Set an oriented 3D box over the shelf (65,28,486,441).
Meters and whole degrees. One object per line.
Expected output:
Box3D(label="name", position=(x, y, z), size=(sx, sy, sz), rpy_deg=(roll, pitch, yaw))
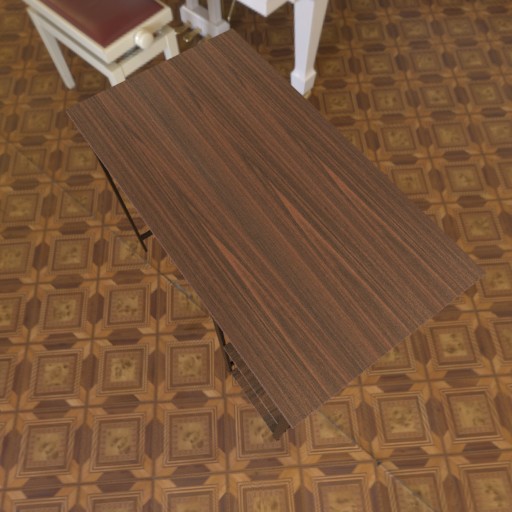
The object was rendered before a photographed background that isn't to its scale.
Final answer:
Box3D(label="shelf", position=(0.000, 0.000, 1.328), size=(0.498, 0.750, 0.902), rpy_deg=(-33, 69, -15))
